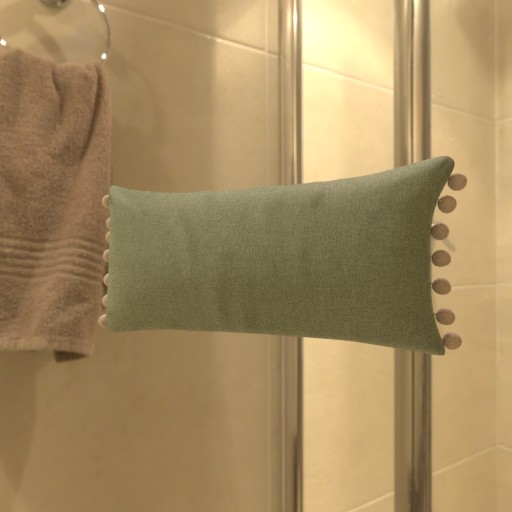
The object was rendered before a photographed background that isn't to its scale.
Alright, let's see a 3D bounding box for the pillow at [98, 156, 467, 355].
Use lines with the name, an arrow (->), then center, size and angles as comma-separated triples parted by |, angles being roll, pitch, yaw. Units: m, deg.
pillow -> 0.000, 0.000, 0.815 | 0.709, 0.322, 0.201 | 0, 0, 19
